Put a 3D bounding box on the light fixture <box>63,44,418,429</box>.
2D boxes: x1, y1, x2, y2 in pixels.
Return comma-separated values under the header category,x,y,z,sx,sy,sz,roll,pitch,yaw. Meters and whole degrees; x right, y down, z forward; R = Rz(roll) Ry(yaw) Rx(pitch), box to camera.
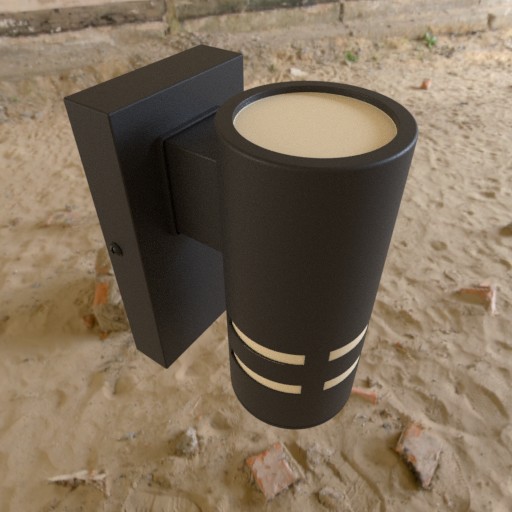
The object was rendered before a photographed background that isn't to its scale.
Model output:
category,x,y,z,sx,sy,sz,roll,pitch,yaw
light fixture,0.000,0.000,0.248,0.138,0.179,0.098,25,47,25
